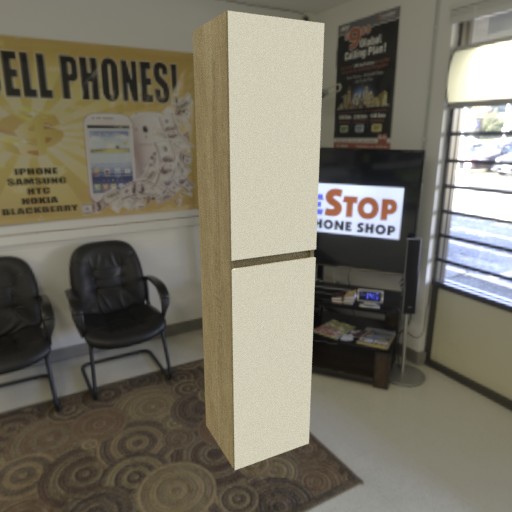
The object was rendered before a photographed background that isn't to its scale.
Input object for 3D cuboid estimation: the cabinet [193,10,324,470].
[{"bbox_3d":[0.000,0.000,1.495,0.300,1.400,0.270,-8,17,-26],"label":"cabinet"}]
